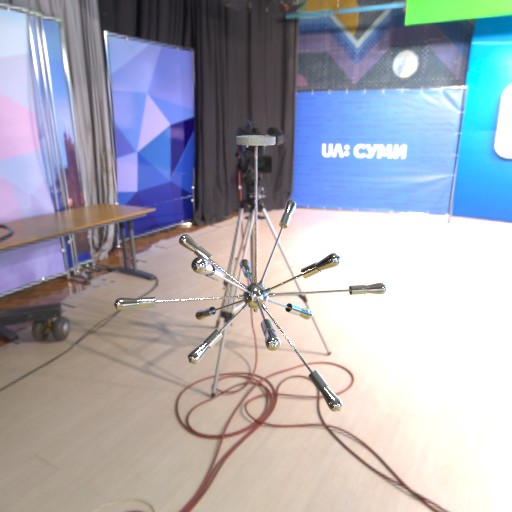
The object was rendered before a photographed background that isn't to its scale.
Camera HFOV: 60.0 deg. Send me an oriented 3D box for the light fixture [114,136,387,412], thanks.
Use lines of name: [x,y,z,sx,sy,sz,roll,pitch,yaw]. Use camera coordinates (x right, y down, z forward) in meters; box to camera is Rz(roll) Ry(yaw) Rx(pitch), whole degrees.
light fixture: [0.000,0.000,1.071,0.684,0.558,0.509,-3,19,-8]
